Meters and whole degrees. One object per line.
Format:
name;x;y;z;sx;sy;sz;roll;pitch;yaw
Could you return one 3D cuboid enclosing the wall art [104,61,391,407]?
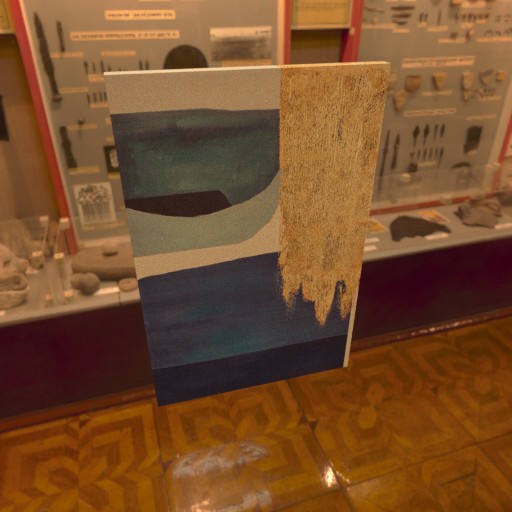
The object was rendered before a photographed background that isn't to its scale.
wall art;0.000;0.000;1.154;0.607;0.911;0.039;-8;32;-14
